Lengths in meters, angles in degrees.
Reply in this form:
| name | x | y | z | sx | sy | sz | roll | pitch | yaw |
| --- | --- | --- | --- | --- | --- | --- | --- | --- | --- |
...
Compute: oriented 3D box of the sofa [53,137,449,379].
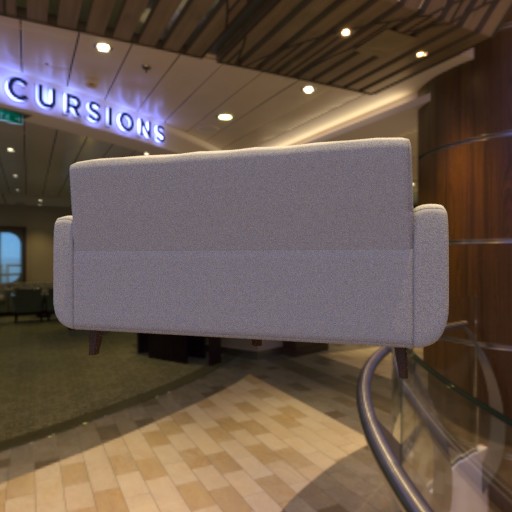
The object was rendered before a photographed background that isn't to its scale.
| name | x | y | z | sx | sy | sz | roll | pitch | yaw |
| --- | --- | --- | --- | --- | --- | --- | --- | --- | --- |
| sofa | 0.000 | 0.000 | 2.177 | 1.655 | 0.892 | 0.980 | 0 | 0 | 17 |
